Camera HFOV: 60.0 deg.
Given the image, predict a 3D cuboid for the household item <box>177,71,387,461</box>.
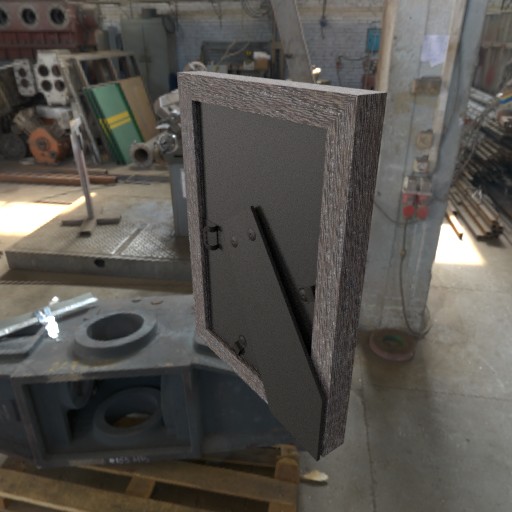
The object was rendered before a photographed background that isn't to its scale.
[{"bbox_3d":[0.000,0.000,0.243,0.020,0.180,0.133,-18,32,-32],"label":"household item"}]
